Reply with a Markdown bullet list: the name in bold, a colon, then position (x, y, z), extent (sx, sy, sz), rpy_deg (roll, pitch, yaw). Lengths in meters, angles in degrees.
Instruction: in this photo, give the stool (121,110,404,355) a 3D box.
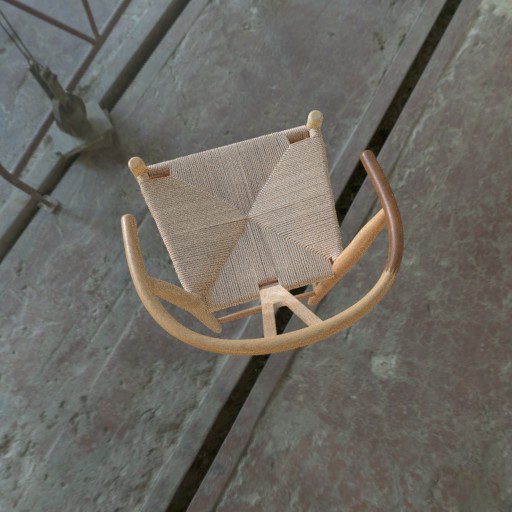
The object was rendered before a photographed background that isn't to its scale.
- **stool**: position (0.000, 0.000, 1.267), extent (0.536, 0.923, 0.575), rpy_deg (-16, 76, -4)
